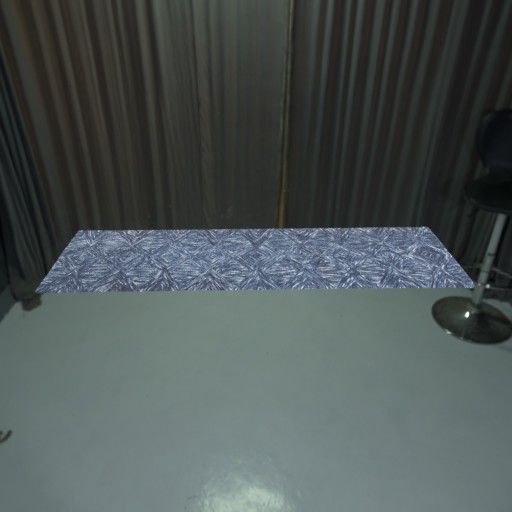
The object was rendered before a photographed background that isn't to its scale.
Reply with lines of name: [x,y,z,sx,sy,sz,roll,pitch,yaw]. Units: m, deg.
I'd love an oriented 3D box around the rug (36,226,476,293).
rug: [0.000,0.000,2.608,2.306,0.013,0.719,-1,30,-1]
